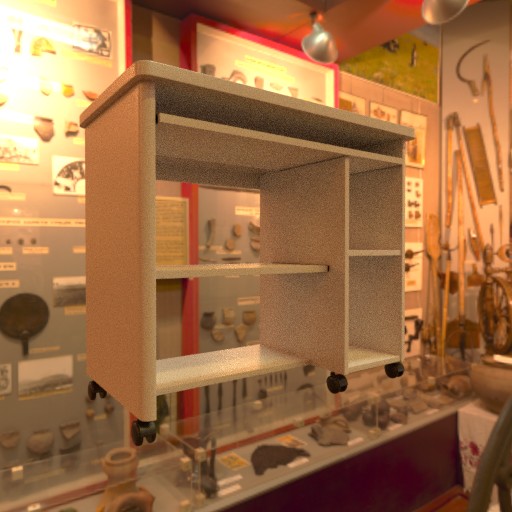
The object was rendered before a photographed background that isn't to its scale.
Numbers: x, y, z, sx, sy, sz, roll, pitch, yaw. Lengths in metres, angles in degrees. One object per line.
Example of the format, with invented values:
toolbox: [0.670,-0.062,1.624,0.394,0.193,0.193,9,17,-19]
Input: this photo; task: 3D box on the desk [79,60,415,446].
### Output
desk: [0.000,0.000,1.285,0.877,0.763,0.475,-1,1,-35]
